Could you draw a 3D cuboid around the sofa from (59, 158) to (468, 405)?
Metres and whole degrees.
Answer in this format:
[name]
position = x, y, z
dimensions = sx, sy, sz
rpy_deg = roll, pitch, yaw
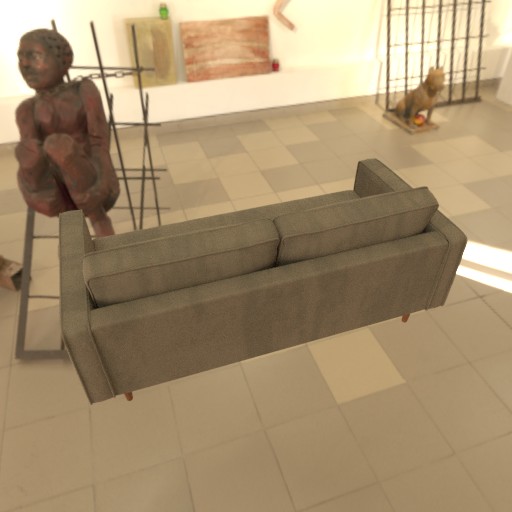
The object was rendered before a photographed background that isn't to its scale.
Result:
[sofa]
position = 0.000, 0.000, 2.380
dimensions = 1.920, 0.825, 0.924
rpy_deg = -12, 42, -14
